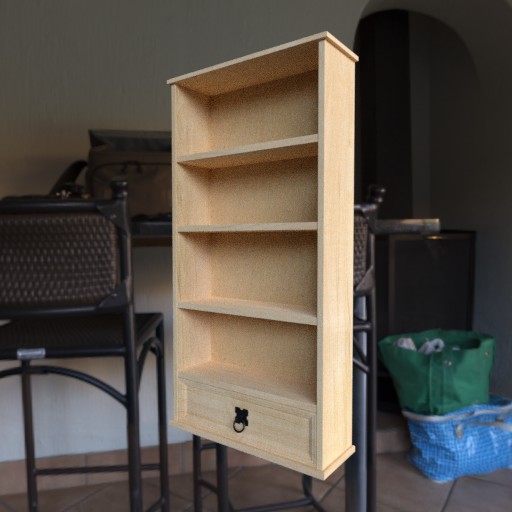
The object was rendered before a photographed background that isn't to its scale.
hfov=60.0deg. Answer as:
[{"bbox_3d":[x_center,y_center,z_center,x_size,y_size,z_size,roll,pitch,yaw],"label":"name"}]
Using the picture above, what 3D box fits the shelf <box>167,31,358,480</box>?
[{"bbox_3d":[0.000,0.000,1.233,0.520,1.030,0.175,2,3,36],"label":"shelf"}]
